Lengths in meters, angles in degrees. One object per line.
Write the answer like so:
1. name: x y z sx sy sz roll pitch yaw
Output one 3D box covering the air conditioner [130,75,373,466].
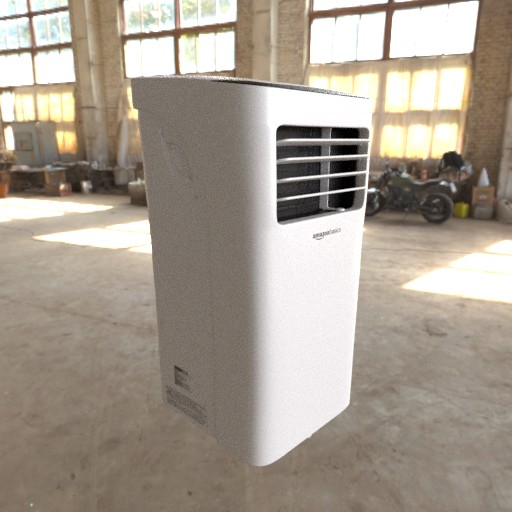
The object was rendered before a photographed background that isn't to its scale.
1. air conditioner: 0.000 0.000 0.928 0.369 0.716 0.352 14 20 43
